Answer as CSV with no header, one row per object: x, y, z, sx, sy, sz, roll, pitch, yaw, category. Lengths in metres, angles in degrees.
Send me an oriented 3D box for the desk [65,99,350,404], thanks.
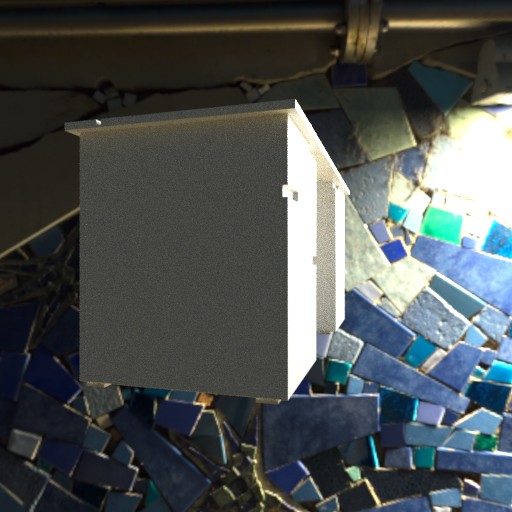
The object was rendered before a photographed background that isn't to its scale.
0.000,0.000,1.926,0.670,0.760,1.580,0,0,17,desk
